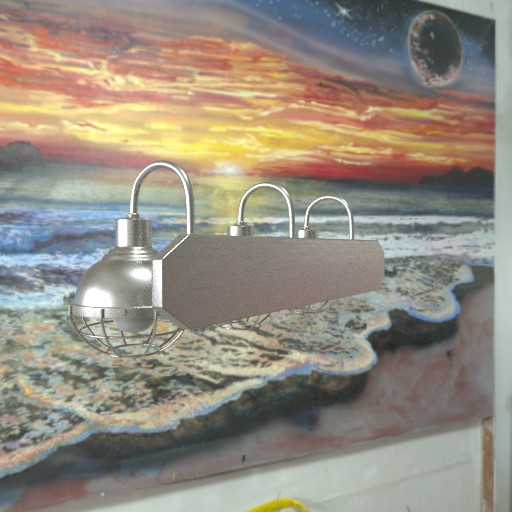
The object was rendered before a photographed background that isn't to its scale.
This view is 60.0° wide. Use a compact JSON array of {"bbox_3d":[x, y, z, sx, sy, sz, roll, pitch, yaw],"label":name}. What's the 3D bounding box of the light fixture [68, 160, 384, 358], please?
[{"bbox_3d":[0.000,0.000,0.773,0.229,0.254,0.634,1,1,36],"label":"light fixture"}]
